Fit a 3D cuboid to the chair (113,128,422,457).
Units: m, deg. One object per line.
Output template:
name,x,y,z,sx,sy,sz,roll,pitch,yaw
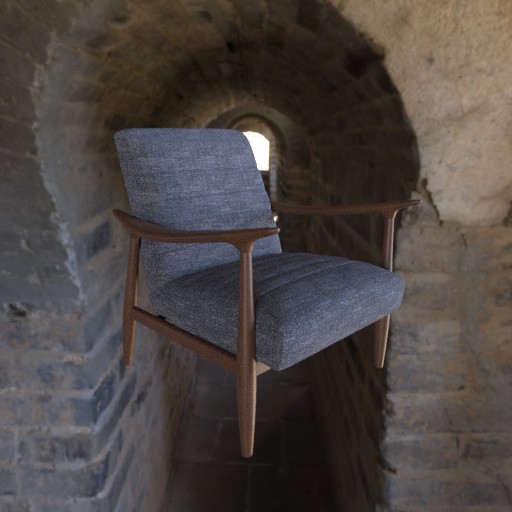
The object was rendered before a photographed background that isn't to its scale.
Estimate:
chair,0.000,0.000,1.470,0.741,0.832,0.798,-14,20,-43
